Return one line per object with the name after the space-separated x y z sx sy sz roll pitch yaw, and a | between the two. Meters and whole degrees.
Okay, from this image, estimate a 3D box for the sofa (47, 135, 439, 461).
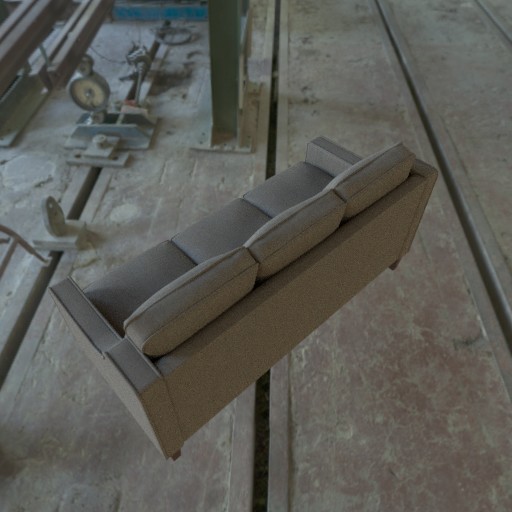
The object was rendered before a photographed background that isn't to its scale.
0.000 0.000 2.514 1.986 0.974 0.911 -34 56 -27 | sofa
